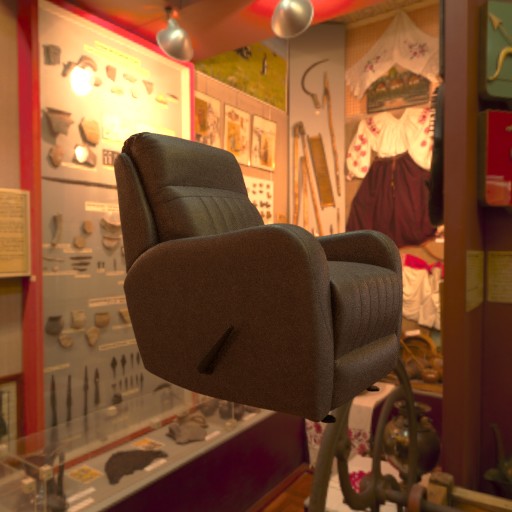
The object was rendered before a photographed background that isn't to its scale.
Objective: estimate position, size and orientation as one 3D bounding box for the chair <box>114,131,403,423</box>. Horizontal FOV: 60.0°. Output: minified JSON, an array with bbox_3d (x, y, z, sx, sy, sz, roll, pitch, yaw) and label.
[{"bbox_3d":[0.000,0.000,1.849,1.067,1.067,0.865,1,1,36],"label":"chair"}]
